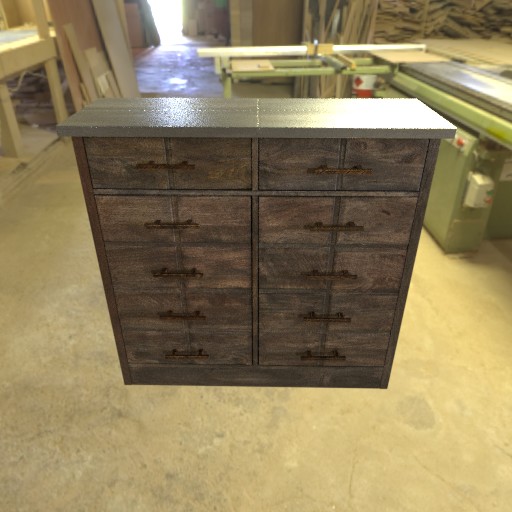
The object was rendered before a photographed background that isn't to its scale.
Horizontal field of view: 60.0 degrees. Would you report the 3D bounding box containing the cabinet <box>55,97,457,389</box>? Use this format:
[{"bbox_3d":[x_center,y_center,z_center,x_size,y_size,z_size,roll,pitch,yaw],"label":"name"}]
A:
[{"bbox_3d":[0.000,0.000,1.442,0.968,0.919,0.338,1,31,1],"label":"cabinet"}]
